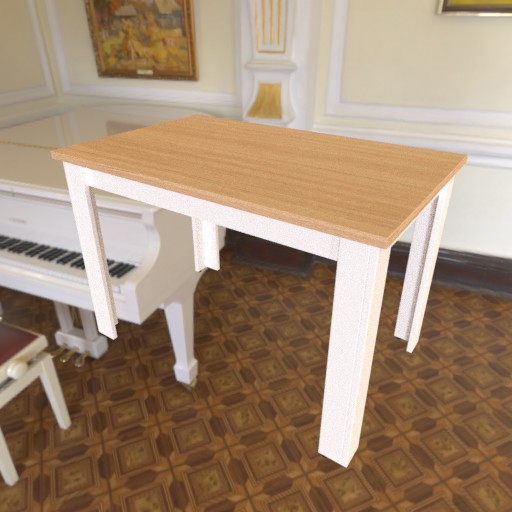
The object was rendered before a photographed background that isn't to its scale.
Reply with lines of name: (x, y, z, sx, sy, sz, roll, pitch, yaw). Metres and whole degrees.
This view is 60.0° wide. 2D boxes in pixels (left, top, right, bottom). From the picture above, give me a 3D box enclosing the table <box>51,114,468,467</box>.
table: (0.000, 0.000, 1.557, 1.100, 0.734, 0.700, 18, 34, 30)
